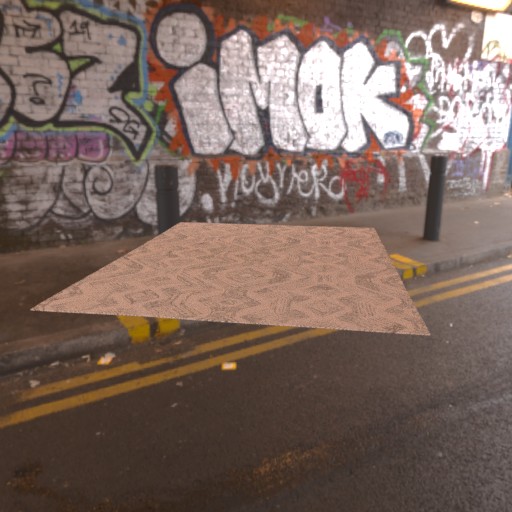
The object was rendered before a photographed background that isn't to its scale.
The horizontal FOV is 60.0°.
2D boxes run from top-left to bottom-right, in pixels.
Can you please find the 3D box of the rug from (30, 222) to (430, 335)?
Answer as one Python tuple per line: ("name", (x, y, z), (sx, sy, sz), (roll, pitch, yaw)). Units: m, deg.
("rug", (0.000, 0.000, 4.082), (2.430, 0.030, 3.054), (2, 15, 9))
